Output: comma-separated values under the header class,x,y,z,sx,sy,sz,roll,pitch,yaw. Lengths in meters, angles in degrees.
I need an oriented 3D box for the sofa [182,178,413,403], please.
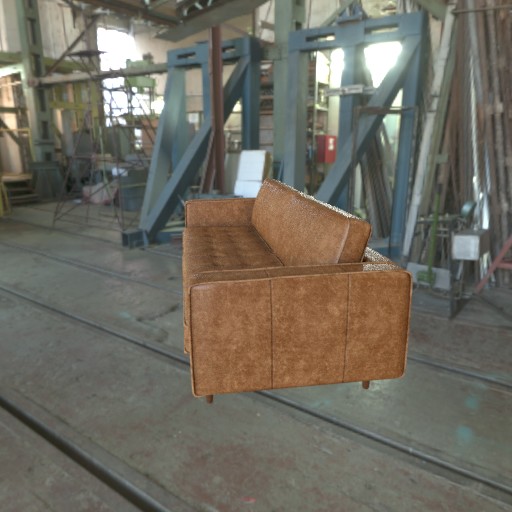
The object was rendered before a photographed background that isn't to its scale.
class,x,y,z,sx,sy,sz,roll,pitch,yaw
sofa,0.000,0.000,2.690,0.886,0.779,2.199,-2,15,-9
